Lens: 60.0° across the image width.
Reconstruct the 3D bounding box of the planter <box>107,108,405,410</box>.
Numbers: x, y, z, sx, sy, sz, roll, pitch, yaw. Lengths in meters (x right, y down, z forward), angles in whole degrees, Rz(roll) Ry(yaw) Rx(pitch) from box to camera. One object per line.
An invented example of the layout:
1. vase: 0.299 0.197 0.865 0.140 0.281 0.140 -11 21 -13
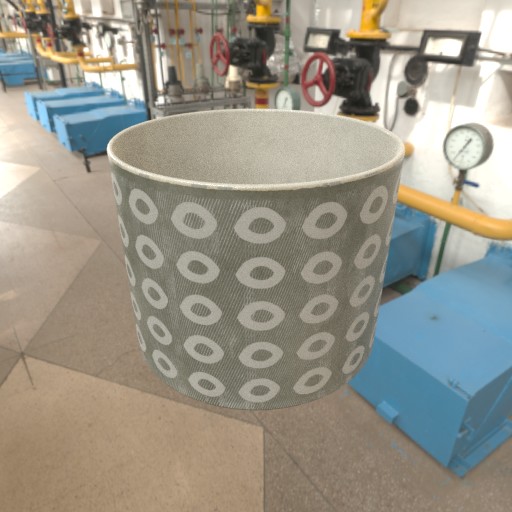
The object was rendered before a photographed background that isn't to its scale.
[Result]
1. planter: 0.000 0.000 0.338 0.190 0.181 0.190 0 29 0
